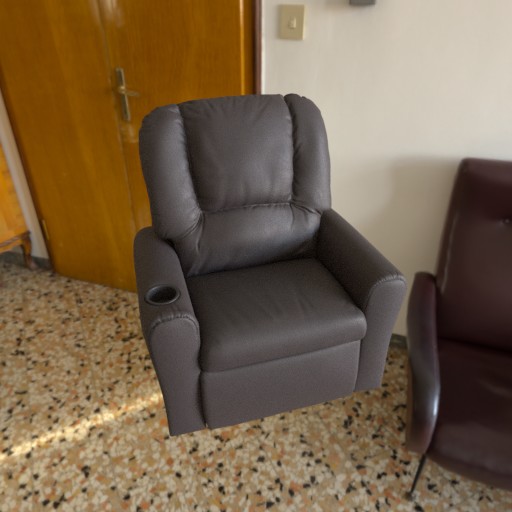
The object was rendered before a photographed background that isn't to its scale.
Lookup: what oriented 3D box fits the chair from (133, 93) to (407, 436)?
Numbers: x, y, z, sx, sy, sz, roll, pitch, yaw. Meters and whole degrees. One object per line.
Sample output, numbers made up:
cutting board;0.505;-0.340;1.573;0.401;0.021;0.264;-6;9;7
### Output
chair;0.000;0.000;1.142;0.610;0.709;0.521;-9;33;-14
